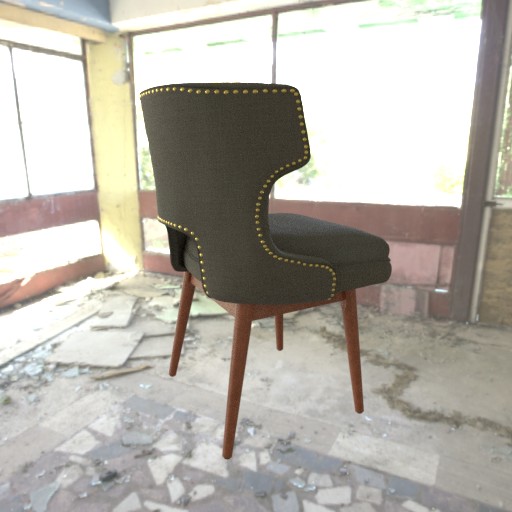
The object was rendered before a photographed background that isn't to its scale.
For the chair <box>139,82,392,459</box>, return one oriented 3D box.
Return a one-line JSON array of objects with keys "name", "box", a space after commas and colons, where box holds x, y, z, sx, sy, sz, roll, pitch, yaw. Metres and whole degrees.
[{"name": "chair", "box": [0.000, 0.000, 1.244, 0.581, 0.863, 0.595, -7, 16, -27]}]
